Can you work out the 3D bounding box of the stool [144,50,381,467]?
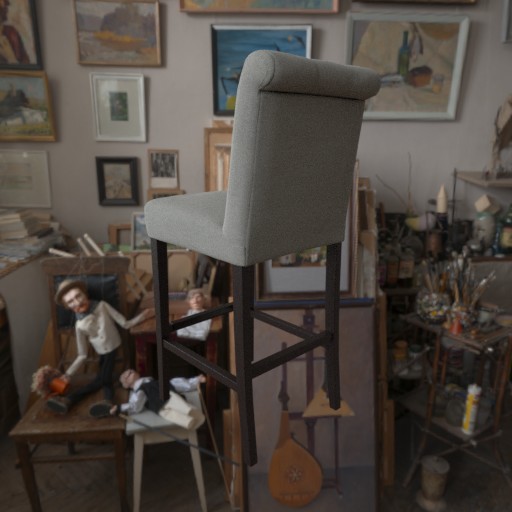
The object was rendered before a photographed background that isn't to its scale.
[{"bbox_3d":[0.000,0.000,1.460,0.493,1.140,0.601,-14,20,-41],"label":"stool"}]
